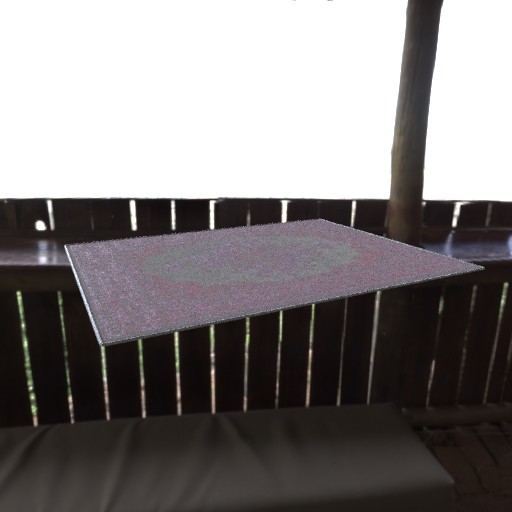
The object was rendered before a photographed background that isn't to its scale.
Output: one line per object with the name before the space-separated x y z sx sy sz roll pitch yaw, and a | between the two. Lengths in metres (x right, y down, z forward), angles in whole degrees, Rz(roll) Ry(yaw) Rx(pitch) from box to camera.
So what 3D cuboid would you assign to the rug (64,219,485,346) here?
rug | 0.000 0.000 4.121 3.123 0.017 2.447 -8 18 -26
